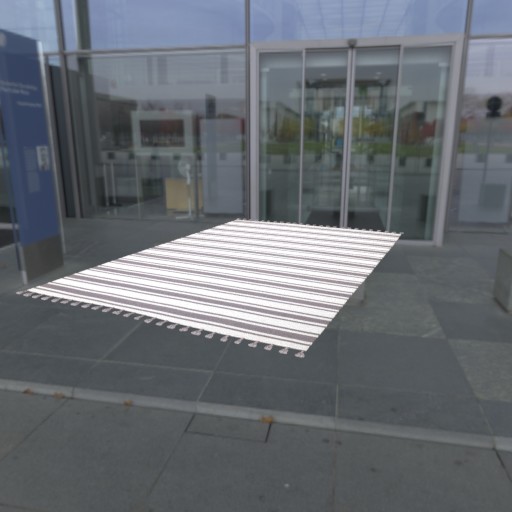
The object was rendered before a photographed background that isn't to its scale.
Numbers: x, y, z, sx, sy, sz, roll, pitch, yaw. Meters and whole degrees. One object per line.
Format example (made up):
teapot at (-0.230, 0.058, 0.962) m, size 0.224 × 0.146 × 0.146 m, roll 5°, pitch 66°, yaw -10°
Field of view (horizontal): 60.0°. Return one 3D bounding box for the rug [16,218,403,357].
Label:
rug at (0.000, 0.000, 2.980) m, size 1.563 × 0.014 × 2.425 m, roll 7°, pitch 17°, yaw 25°
